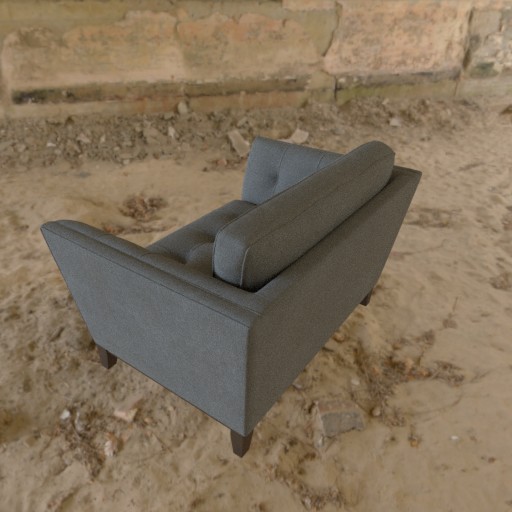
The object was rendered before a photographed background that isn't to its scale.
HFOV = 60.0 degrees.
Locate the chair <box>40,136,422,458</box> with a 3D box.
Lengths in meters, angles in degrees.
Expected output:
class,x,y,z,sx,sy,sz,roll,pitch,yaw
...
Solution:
class,x,y,z,sx,sy,sz,roll,pitch,yaw
chair,0.000,0.000,2.019,0.965,0.942,1.396,20,37,30
